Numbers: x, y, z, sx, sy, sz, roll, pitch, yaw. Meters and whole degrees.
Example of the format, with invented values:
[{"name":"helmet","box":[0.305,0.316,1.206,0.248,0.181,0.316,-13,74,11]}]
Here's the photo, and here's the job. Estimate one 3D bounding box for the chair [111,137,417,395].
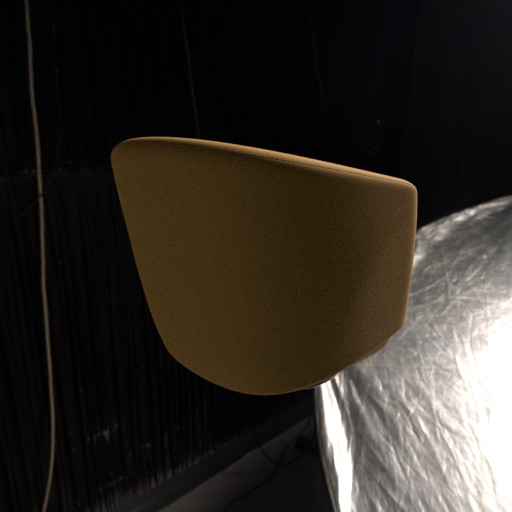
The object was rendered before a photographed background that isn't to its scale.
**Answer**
[{"name":"chair","box":[0.000,0.000,1.359,0.767,0.698,0.773,-13,19,-42]}]
